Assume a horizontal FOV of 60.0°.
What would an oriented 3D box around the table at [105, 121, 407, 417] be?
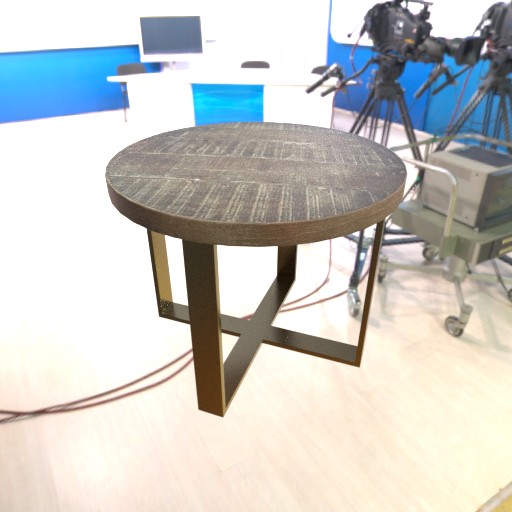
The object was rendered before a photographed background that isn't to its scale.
[{"bbox_3d":[0.000,0.000,0.963,0.557,0.437,0.557,0,31,0],"label":"table"}]
